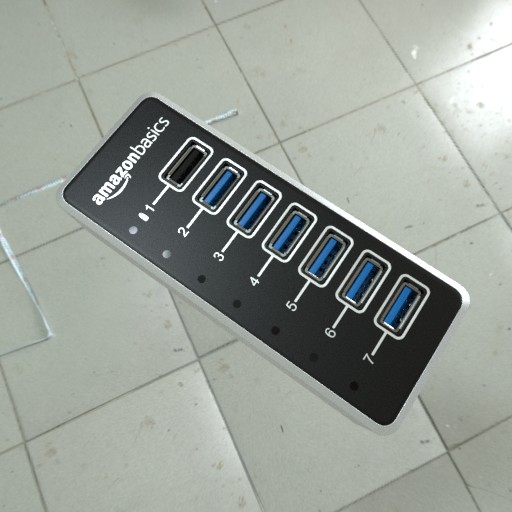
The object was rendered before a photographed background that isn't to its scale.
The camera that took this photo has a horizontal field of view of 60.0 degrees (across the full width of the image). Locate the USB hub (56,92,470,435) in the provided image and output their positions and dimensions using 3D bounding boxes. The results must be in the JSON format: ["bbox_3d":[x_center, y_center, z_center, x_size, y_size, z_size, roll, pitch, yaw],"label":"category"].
[{"bbox_3d":[0.000,0.000,0.130,0.110,0.023,0.044,34,77,9],"label":"USB hub"}]
